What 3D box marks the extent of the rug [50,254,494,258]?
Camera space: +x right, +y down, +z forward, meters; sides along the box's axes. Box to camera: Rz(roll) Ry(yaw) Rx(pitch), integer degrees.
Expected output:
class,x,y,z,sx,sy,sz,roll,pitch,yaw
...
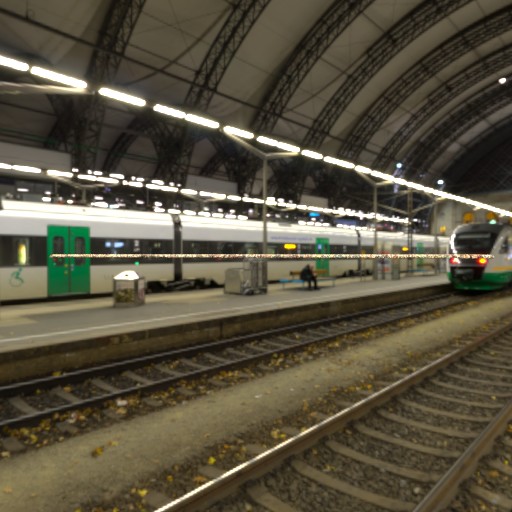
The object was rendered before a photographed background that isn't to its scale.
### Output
class,x,y,z,sx,sy,sz,roll,pitch,yaw
rug,0.000,0.000,2.498,2.292,0.015,0.688,0,0,20
